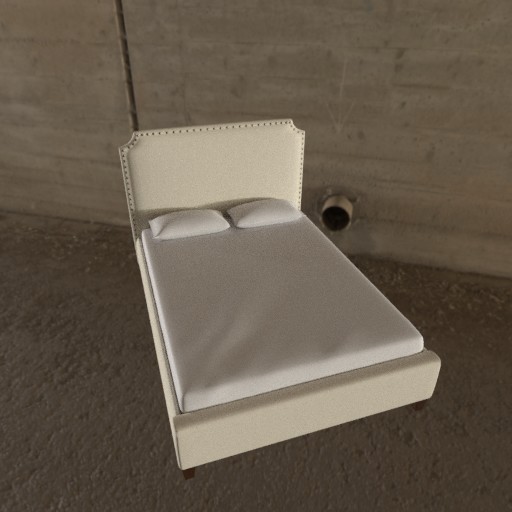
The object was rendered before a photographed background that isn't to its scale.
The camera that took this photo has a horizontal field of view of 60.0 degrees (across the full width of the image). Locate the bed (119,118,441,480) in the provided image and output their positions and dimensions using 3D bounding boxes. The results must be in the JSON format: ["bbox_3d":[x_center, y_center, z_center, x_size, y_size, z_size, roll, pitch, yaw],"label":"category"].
[{"bbox_3d":[0.000,0.000,3.375,1.712,1.443,2.372,-10,32,-16],"label":"bed"}]
